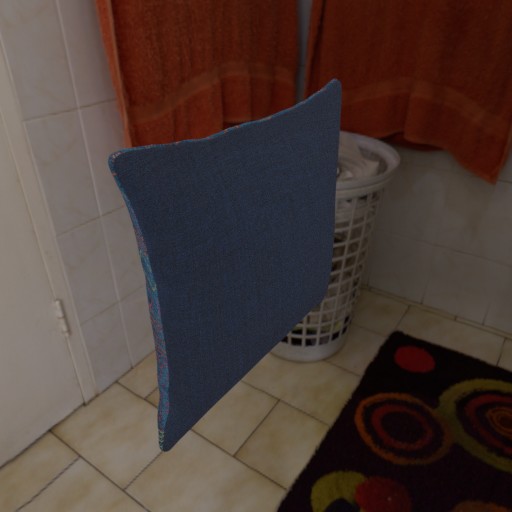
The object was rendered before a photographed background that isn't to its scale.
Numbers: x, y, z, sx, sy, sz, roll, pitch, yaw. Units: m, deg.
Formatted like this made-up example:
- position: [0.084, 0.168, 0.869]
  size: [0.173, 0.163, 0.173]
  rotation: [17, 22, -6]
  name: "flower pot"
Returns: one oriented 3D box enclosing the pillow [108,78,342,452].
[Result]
- position: [0.000, 0.000, 0.646]
  size: [0.141, 0.431, 0.431]
  rotation: [21, 37, 31]
  name: "pillow"
